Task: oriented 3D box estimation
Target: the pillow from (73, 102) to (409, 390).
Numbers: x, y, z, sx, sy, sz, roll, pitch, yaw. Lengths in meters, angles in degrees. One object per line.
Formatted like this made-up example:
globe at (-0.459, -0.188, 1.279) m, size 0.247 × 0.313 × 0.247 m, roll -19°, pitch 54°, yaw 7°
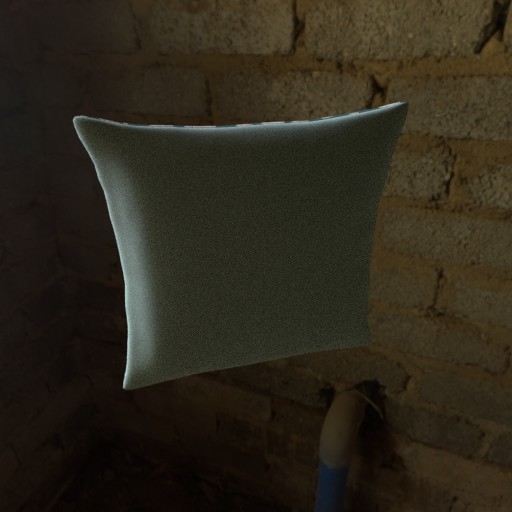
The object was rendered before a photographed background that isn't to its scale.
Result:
pillow at (0.000, 0.000, 0.791) m, size 0.525 × 0.508 × 0.166 m, roll -7°, pitch 28°, yaw -14°
